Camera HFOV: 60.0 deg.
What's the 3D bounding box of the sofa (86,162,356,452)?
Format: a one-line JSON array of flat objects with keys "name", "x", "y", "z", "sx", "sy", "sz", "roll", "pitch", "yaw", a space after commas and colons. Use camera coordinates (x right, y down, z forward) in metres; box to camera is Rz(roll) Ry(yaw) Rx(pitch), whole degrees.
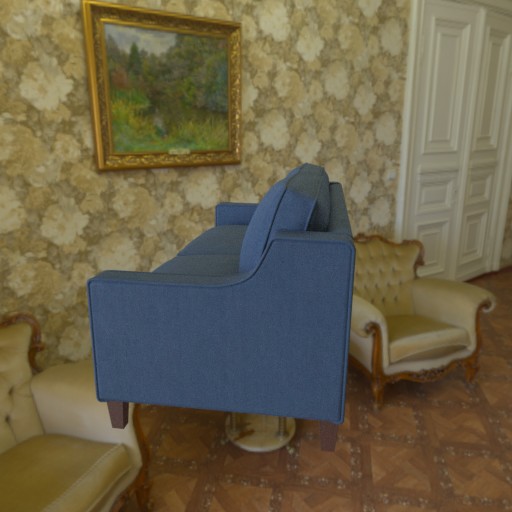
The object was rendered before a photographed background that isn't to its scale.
[{"name": "sofa", "x": 0.000, "y": 0.000, "z": 2.749, "sx": 1.066, "sy": 1.071, "sz": 2.178, "roll": 2, "pitch": 15, "yaw": 9}]
